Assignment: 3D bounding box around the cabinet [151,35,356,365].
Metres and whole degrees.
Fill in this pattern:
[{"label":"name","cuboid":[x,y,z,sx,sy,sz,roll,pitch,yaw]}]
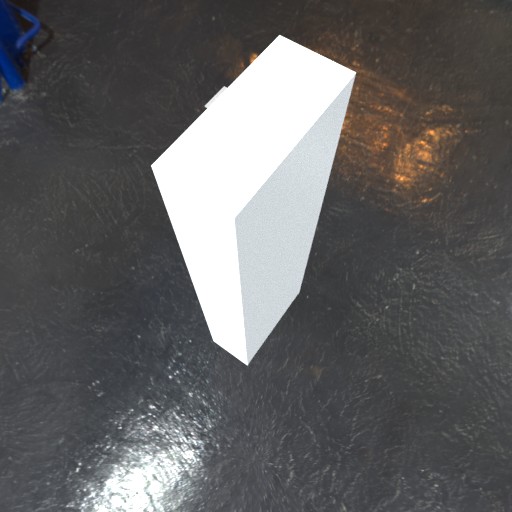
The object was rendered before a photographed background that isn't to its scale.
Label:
[{"label":"cabinet","cuboid":[0.000,0.000,1.809,0.255,1.630,0.520,33,69,14]}]
